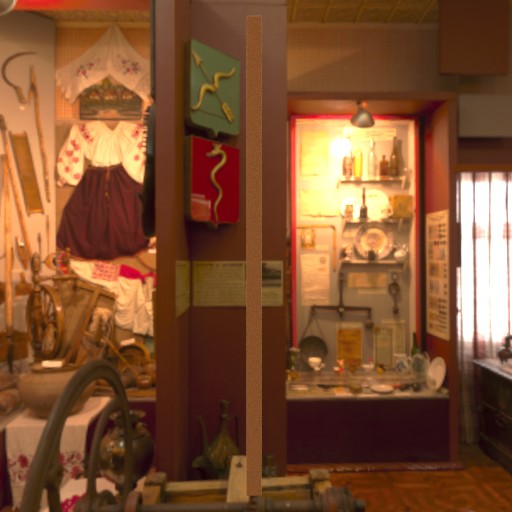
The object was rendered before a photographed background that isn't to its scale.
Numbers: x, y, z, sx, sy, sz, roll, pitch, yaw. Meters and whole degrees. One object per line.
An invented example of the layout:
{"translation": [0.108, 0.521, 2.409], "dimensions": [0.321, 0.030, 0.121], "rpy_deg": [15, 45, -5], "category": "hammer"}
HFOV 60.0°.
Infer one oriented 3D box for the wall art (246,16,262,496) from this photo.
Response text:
{"translation": [0.000, 0.000, 1.574], "dimensions": [0.038, 1.212, 0.914], "rpy_deg": [0, 0, 1], "category": "wall art"}
